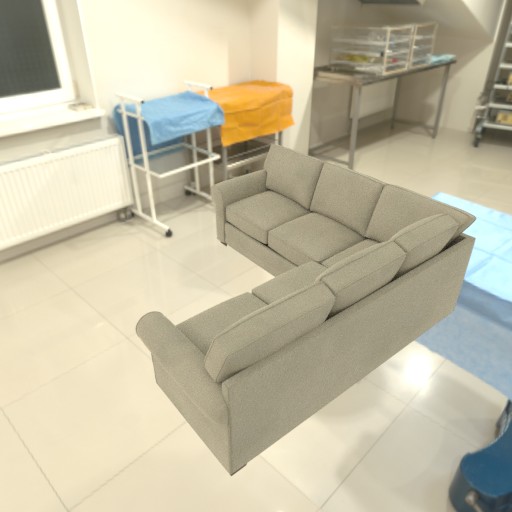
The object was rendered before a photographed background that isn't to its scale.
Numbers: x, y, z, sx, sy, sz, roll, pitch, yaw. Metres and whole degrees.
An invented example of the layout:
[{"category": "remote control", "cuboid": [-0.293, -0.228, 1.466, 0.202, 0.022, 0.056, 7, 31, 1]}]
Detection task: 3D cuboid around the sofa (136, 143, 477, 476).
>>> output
[{"category": "sofa", "cuboid": [0.000, 0.000, 3.845, 2.562, 1.053, 2.487, -23, 39, -32]}]
